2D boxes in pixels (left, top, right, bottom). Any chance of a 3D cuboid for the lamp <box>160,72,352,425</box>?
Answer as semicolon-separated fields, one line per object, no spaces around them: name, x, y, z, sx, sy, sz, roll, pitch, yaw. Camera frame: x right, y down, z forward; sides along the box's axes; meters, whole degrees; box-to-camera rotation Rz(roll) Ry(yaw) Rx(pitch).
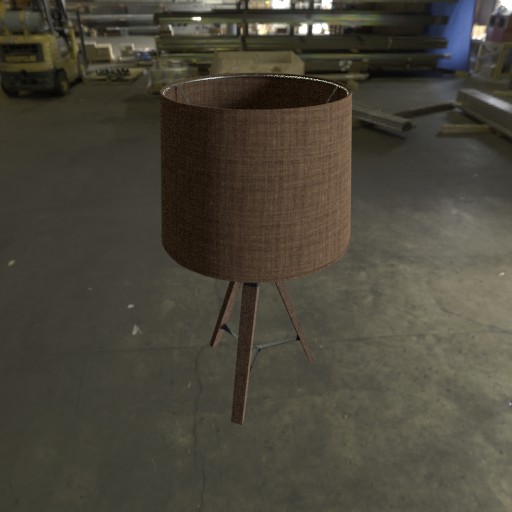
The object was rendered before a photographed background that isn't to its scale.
lamp;0.000;0.000;0.714;0.290;0.514;0.290;0;31;0
